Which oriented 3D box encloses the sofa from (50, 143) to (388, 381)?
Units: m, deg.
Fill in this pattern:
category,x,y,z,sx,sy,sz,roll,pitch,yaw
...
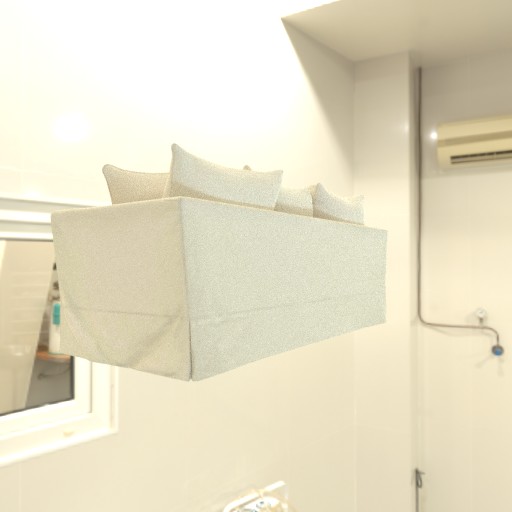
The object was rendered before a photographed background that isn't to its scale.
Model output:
category,x,y,z,sx,sy,sz,roll,pitch,yaw
sofa,0.000,0.000,2.927,1.031,1.034,2.290,-1,-1,36
